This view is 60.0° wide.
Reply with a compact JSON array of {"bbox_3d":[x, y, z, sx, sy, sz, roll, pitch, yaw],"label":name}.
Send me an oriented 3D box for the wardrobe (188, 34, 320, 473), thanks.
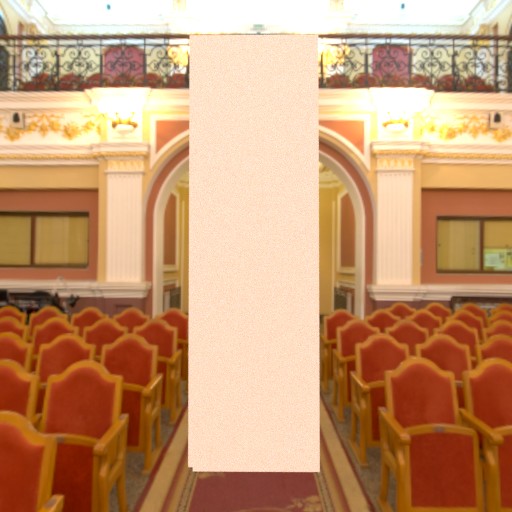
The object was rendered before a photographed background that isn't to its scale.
[{"bbox_3d":[0.000,0.000,2.959,0.600,2.020,1.830,0,-1,1],"label":"wardrobe"}]
